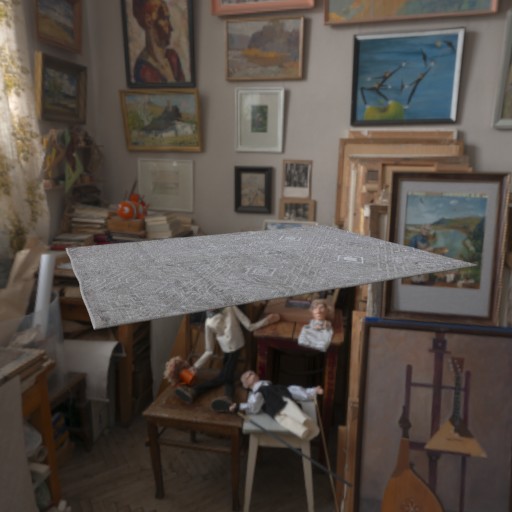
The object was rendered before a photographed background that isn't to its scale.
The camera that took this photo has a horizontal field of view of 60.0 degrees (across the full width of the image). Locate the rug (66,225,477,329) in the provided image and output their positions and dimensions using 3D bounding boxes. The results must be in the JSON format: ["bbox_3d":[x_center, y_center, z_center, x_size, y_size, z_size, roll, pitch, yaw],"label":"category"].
[{"bbox_3d":[0.000,0.000,4.419,3.359,0.020,2.448,-7,15,-25],"label":"rug"}]
